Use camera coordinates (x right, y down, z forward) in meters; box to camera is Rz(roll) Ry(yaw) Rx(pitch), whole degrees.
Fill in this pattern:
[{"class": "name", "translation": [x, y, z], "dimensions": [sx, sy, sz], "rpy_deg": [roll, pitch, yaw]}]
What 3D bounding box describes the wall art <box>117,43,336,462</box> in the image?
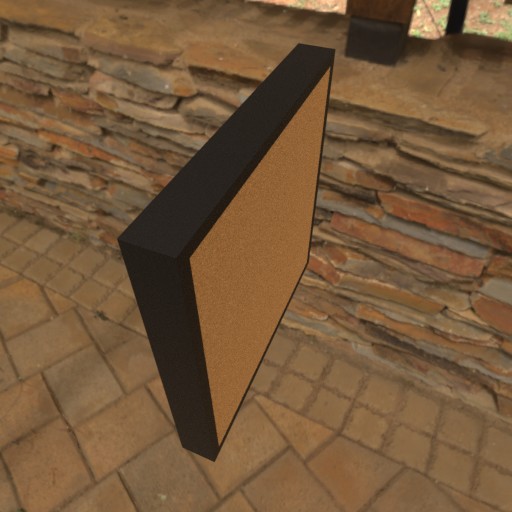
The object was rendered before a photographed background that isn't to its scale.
[{"class": "wall art", "translation": [0.000, 0.000, 0.447], "dimensions": [0.038, 0.304, 0.305], "rpy_deg": [17, 48, 16]}]
